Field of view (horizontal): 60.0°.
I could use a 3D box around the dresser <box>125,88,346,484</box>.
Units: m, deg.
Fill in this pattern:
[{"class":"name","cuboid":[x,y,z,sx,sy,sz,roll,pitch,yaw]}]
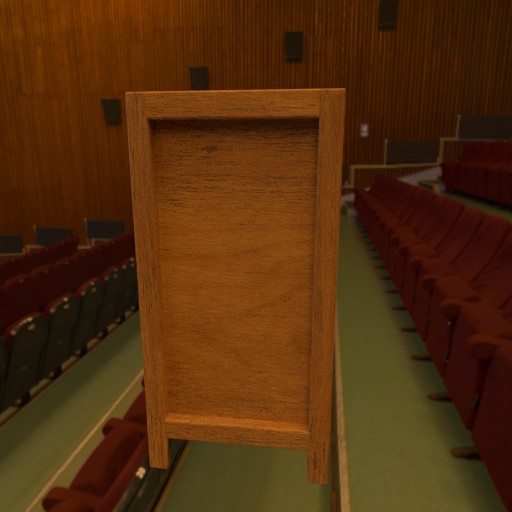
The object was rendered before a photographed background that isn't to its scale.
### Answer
[{"class":"dresser","cuboid":[0.000,0.000,1.269,0.427,0.804,0.804,2,14,8]}]
